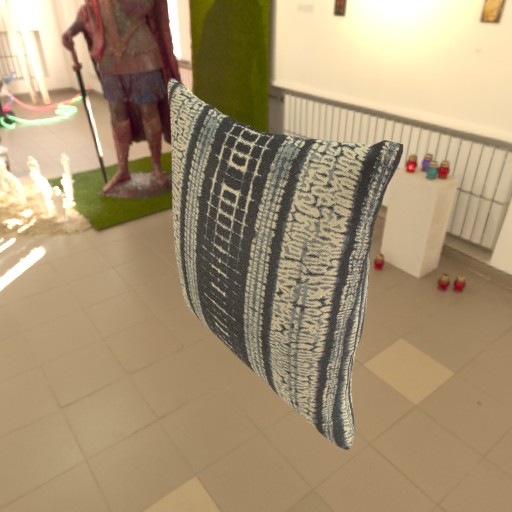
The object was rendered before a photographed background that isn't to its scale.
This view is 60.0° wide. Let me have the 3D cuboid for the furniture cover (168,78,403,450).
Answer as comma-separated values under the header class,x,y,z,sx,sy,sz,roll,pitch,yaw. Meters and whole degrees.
class,x,y,z,sx,sy,sz,roll,pitch,yaw
furniture cover,0.000,0.000,0.646,0.133,0.435,0.425,-22,38,-32
